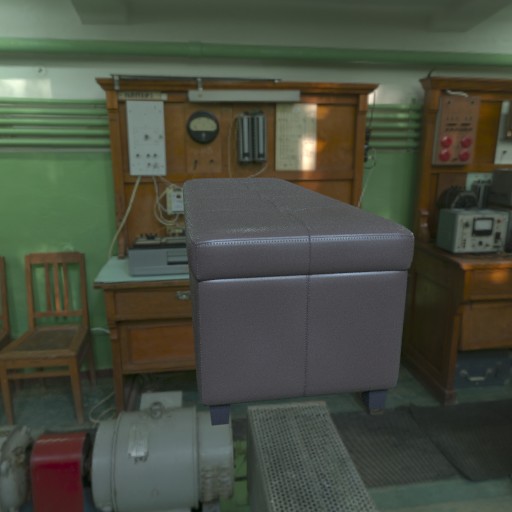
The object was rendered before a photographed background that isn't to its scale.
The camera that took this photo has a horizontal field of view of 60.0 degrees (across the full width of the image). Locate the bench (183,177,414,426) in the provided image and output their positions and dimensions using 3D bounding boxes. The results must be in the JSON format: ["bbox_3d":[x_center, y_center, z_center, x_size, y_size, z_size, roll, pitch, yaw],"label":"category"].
[{"bbox_3d":[0.000,0.000,1.440,0.450,0.417,1.219,-2,15,-9],"label":"bench"}]
